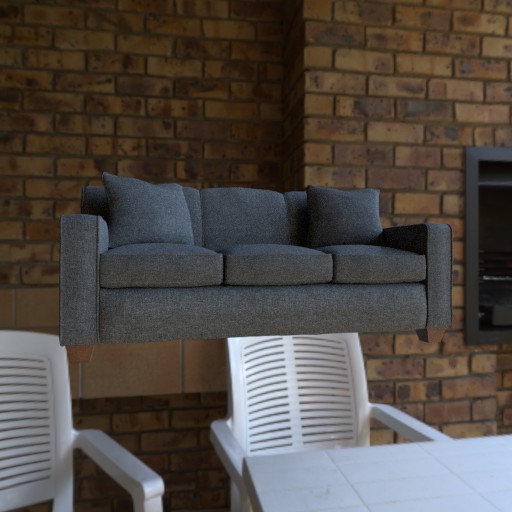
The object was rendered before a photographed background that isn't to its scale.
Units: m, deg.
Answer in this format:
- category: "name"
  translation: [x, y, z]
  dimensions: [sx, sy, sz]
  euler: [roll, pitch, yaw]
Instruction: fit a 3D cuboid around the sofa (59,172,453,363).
- category: "sofa"
  translation: [0.000, 0.000, 2.610]
  dimensions: [2.024, 0.958, 0.997]
  euler: [0, 0, -15]
